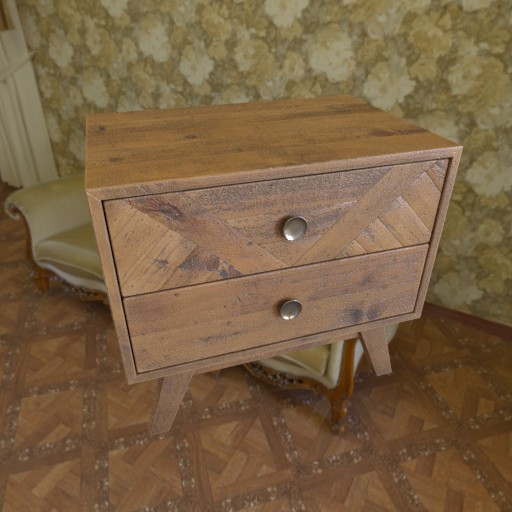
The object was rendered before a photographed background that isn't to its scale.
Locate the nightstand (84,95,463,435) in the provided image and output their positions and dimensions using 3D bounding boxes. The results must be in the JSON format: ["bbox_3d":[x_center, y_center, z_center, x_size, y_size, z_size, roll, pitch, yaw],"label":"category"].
[{"bbox_3d":[0.000,0.000,1.047,0.650,0.599,0.450,-10,33,-15],"label":"nightstand"}]
